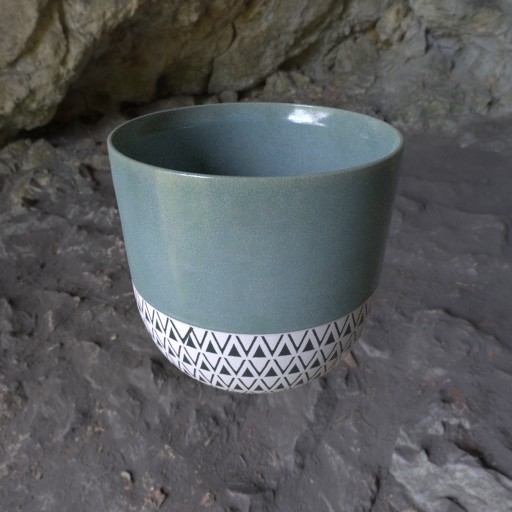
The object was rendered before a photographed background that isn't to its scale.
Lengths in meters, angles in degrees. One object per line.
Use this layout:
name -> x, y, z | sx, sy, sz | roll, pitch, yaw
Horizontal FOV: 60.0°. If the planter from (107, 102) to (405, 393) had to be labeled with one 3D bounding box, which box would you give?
planter -> 0.000, 0.000, 0.477 | 0.266, 0.270, 0.266 | 0, 30, 0
